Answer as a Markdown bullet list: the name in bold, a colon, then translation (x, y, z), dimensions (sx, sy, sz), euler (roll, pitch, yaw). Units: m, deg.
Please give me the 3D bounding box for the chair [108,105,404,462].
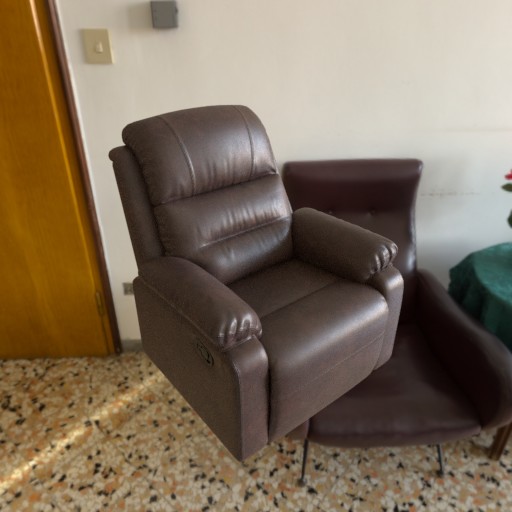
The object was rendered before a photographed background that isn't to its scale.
- **chair**: translation (0.000, 0.000, 1.704), dimensions (0.855, 0.992, 0.919), euler (-21, 36, -33)
